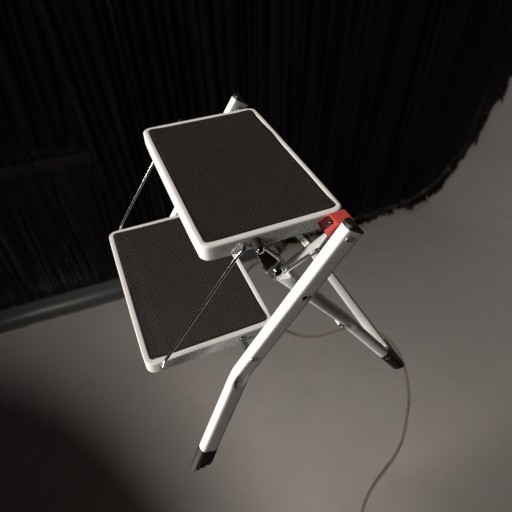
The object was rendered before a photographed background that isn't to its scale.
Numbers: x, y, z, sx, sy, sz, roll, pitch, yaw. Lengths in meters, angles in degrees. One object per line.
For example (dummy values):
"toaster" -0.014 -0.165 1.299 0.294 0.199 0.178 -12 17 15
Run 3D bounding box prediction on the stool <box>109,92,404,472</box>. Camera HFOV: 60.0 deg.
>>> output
"stool" 0.000 0.000 0.831 0.490 0.445 0.485 -17 47 -16
